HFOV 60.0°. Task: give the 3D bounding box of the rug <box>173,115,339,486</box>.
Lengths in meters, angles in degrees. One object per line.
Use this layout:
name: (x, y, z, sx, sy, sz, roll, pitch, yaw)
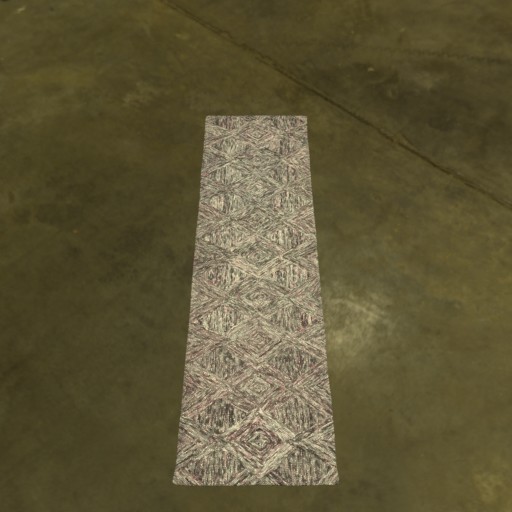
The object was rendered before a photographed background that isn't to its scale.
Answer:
rug: (0.000, 0.000, 2.497, 0.719, 0.013, 2.305, 0, 58, 0)
